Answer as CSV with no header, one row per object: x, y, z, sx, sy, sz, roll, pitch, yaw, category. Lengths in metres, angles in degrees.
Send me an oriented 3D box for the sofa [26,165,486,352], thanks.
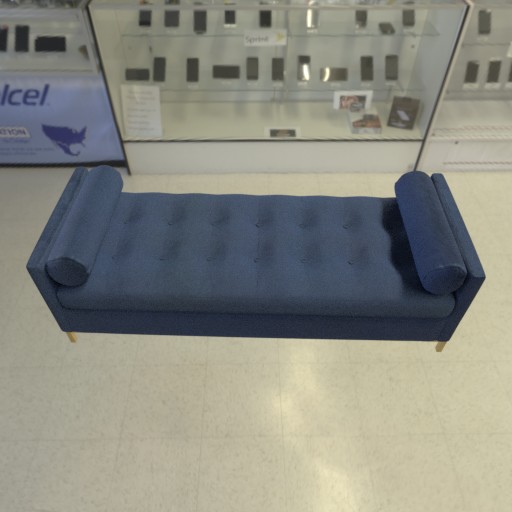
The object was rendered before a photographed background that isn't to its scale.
0.000,0.000,2.456,2.102,0.705,0.796,1,47,1,sofa
